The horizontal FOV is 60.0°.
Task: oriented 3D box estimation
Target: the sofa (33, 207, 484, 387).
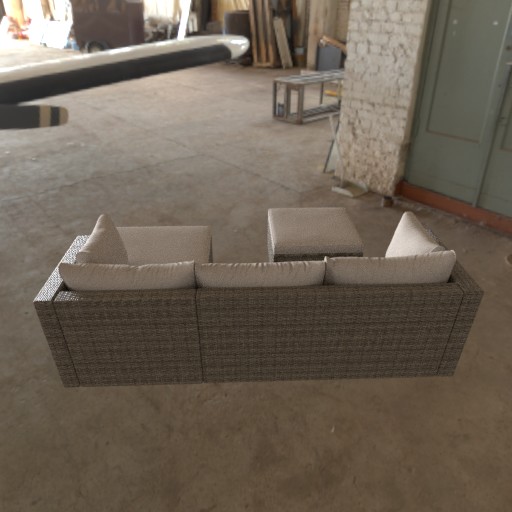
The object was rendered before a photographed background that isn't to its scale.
[{"bbox_3d":[0.000,0.000,2.980,2.192,0.766,1.662,-1,30,-2],"label":"sofa"}]
